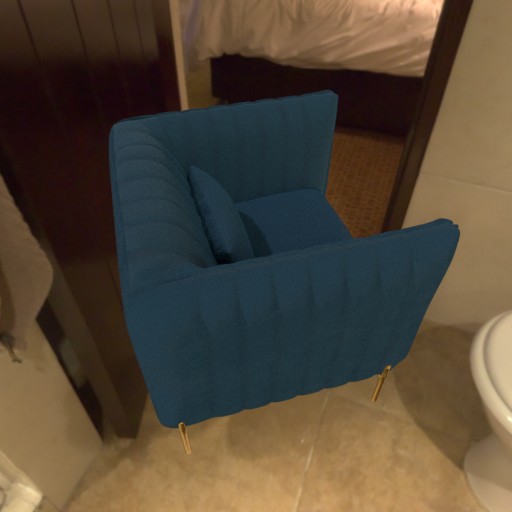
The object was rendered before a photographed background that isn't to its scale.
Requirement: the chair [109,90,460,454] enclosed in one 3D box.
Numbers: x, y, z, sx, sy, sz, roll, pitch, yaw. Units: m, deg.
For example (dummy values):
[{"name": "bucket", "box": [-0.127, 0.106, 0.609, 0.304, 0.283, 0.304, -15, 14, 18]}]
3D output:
[{"name": "chair", "box": [0.000, 0.000, 1.589, 0.877, 0.793, 0.947, -11, 46, -11]}]
